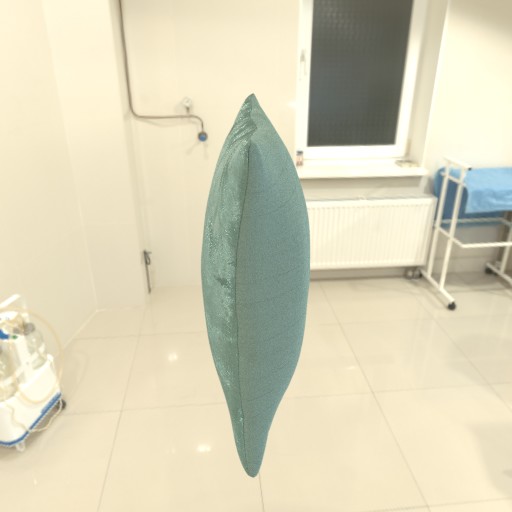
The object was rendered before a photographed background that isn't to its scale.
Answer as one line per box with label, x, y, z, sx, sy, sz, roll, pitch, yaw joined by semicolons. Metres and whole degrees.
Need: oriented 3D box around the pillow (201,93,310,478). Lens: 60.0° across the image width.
pillow;0.000;0.000;0.727;0.175;0.464;0.470;0;25;1
